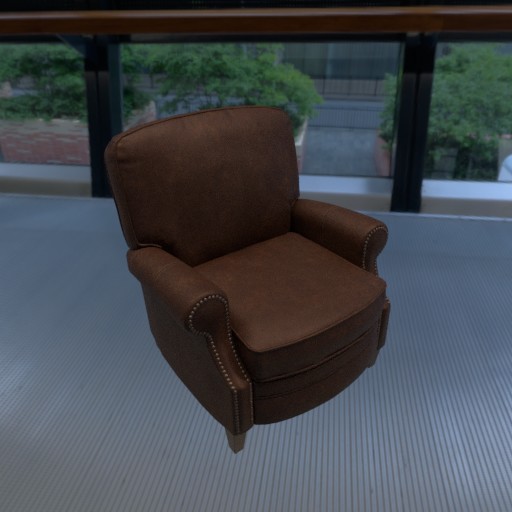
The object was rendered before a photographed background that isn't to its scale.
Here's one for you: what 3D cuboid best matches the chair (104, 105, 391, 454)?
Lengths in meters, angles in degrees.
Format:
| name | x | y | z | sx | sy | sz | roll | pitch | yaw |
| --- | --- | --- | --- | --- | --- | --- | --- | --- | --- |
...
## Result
| name | x | y | z | sx | sy | sz | roll | pitch | yaw |
| --- | --- | --- | --- | --- | --- | --- | --- | --- | --- |
| chair | 0.000 | 0.000 | 1.765 | 0.936 | 1.018 | 0.986 | -21 | 37 | -31 |
